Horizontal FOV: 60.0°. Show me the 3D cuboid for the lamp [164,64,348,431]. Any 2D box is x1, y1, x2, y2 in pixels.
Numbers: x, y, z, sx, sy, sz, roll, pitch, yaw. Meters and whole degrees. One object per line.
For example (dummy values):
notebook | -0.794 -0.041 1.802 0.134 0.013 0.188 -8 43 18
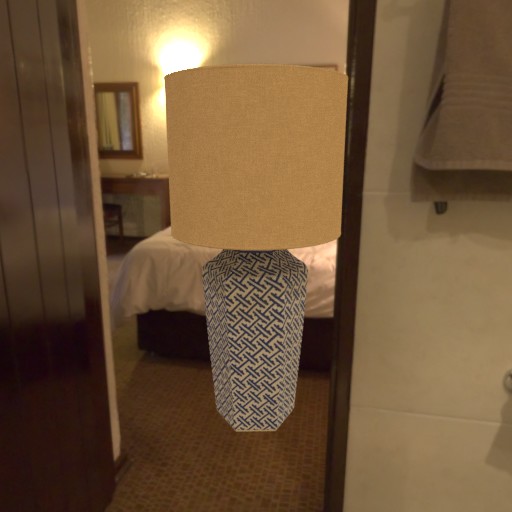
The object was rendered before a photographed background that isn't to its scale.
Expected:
lamp | 0.000 0.000 0.861 0.320 0.682 0.320 -7 16 -25
